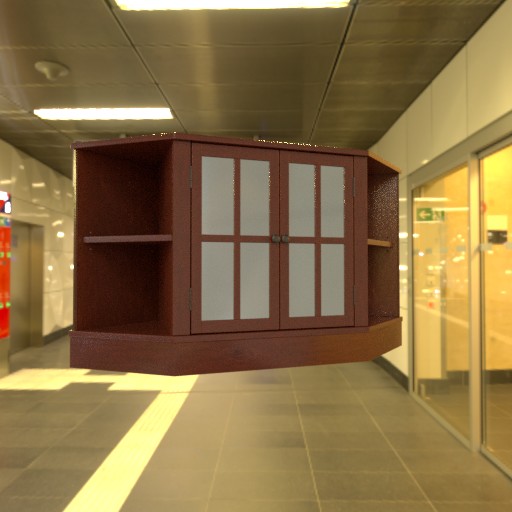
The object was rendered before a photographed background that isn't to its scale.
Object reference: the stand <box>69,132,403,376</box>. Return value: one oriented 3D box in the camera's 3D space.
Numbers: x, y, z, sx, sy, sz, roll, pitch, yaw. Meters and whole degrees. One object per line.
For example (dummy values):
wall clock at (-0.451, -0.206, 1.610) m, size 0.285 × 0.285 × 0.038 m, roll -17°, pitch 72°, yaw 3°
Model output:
stand at (0.000, 0.000, 1.378) m, size 1.072 × 0.614 × 0.381 m, roll 0°, pitch -1°, yaw -18°
